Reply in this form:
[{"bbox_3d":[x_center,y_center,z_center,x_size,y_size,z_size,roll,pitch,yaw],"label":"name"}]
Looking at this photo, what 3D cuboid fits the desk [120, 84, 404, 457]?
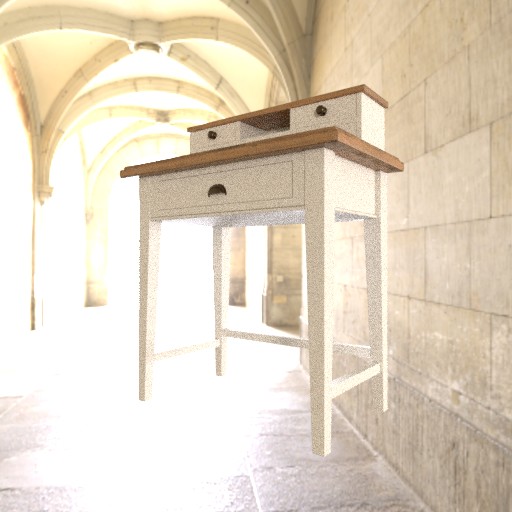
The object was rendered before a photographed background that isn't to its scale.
[{"bbox_3d":[0.000,0.000,1.449,0.814,0.981,0.462,0,0,37],"label":"desk"}]
